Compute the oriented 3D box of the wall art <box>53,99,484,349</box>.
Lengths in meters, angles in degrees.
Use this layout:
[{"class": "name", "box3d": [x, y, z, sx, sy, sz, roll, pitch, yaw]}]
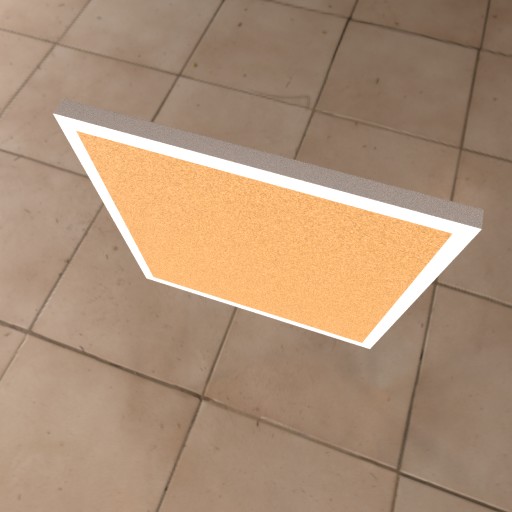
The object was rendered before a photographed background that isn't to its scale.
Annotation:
[{"class": "wall art", "box3d": [0.000, 0.000, 1.101, 0.762, 0.762, 0.038, 17, 65, 8]}]
